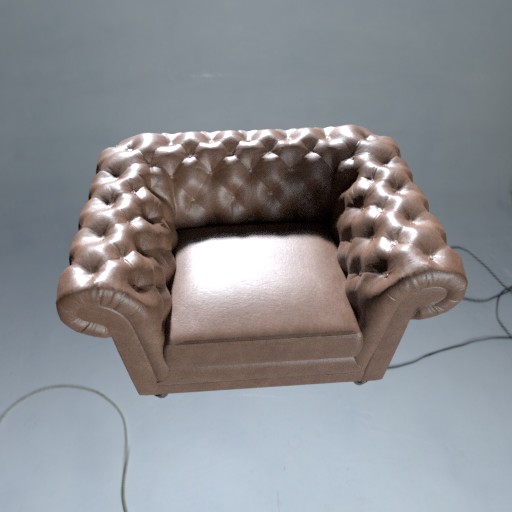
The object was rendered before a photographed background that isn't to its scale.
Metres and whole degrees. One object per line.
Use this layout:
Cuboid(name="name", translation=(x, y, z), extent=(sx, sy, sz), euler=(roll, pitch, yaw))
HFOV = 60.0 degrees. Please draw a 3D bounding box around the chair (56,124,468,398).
Cuboid(name="chair", translation=(0.000, 0.000, 1.873), extent=(1.298, 0.784, 0.954), euler=(-3, 46, -3))
